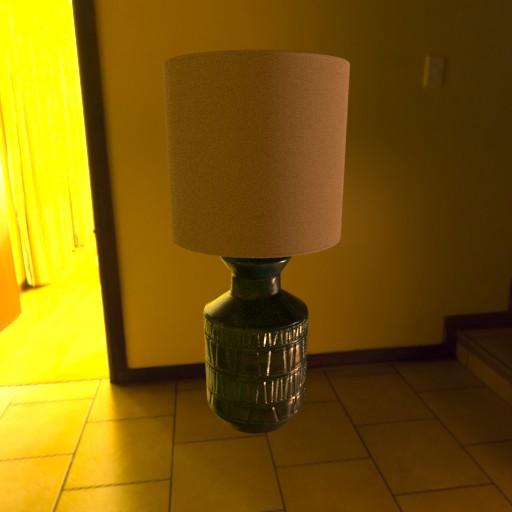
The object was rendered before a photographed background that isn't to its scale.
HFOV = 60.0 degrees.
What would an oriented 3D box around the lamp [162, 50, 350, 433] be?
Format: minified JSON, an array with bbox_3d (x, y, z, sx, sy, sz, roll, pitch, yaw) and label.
[{"bbox_3d":[0.000,0.000,0.571,0.211,0.455,0.211,-8,18,-27],"label":"lamp"}]
